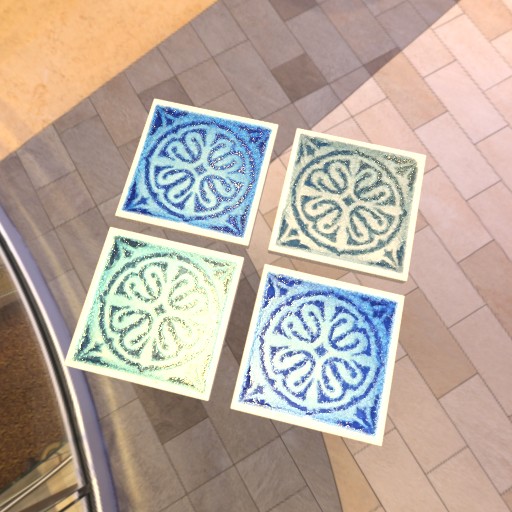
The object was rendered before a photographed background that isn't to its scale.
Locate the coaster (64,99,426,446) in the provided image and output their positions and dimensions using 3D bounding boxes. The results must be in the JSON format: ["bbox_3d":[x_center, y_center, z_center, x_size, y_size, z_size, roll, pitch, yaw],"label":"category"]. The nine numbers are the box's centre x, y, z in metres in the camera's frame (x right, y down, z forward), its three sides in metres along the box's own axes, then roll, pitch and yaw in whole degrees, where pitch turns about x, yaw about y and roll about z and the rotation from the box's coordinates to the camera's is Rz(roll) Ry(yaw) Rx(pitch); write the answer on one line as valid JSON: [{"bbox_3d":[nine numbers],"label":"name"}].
[{"bbox_3d":[0.000,0.000,0.326,0.219,0.010,0.214,13,76,3],"label":"coaster"}]
